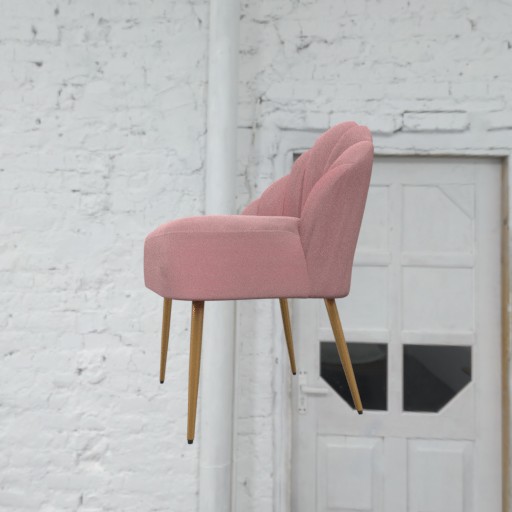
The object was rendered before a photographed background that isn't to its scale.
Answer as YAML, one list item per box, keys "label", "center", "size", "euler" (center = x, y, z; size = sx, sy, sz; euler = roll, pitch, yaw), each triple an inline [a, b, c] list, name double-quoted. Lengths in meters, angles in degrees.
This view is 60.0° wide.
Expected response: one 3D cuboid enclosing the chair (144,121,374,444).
- label: "chair"
  center: [0.000, 0.000, 1.276]
  size: [0.599, 0.819, 0.657]
  euler: [0, -1, -19]
